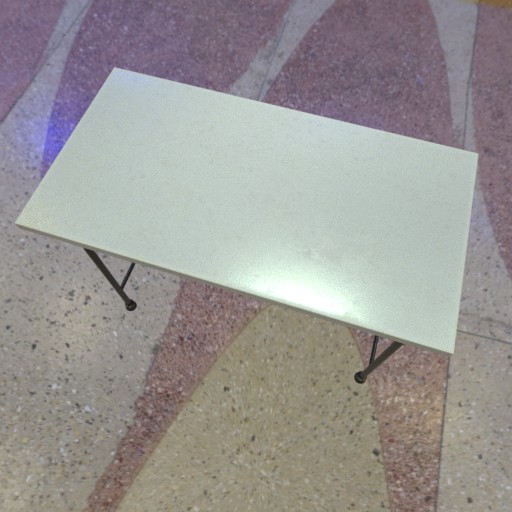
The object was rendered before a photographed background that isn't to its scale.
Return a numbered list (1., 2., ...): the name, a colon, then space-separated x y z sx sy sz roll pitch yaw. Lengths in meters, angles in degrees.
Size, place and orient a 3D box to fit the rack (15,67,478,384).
1. rack: 0.000 0.000 1.627 1.159 0.880 0.613 16 65 8
